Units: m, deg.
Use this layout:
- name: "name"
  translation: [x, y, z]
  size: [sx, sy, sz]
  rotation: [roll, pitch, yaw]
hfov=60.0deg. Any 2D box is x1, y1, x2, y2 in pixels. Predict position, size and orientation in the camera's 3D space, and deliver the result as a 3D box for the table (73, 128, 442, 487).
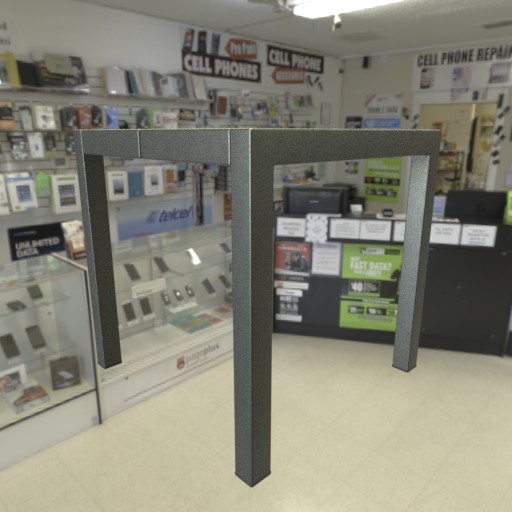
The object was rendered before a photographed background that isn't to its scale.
- name: "table"
  translation: [0.000, 0.000, 0.927]
  size: [0.508, 0.508, 0.508]
  rotation: [-15, 21, -42]
